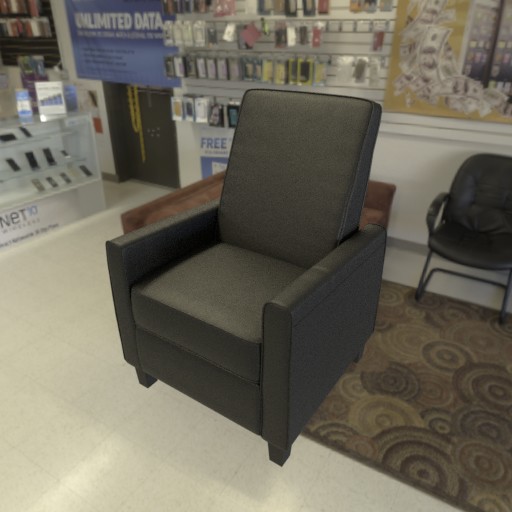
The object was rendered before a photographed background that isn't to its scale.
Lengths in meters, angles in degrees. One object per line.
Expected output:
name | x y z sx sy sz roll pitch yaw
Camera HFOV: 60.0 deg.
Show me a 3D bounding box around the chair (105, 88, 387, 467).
chair | 0.000 0.000 1.538 0.705 1.013 0.746 18 33 30
